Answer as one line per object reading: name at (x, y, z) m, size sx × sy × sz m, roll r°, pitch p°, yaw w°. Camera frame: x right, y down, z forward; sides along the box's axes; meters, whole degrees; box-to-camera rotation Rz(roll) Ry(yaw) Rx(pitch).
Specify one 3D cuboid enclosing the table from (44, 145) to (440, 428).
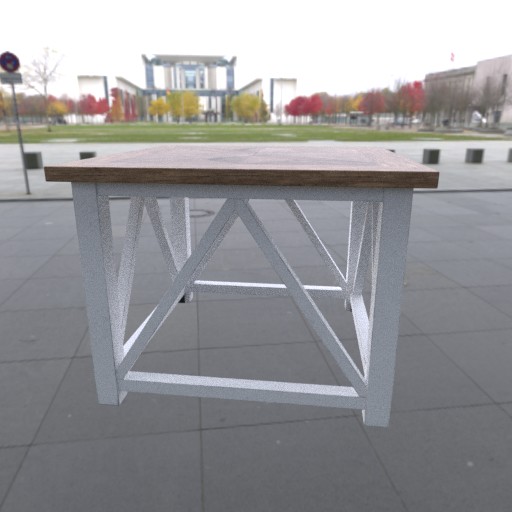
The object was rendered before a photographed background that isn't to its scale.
table at (0.000, 0.000, 1.183) m, size 0.700 × 0.532 × 0.700 m, roll 2°, pitch 17°, yaw 7°
